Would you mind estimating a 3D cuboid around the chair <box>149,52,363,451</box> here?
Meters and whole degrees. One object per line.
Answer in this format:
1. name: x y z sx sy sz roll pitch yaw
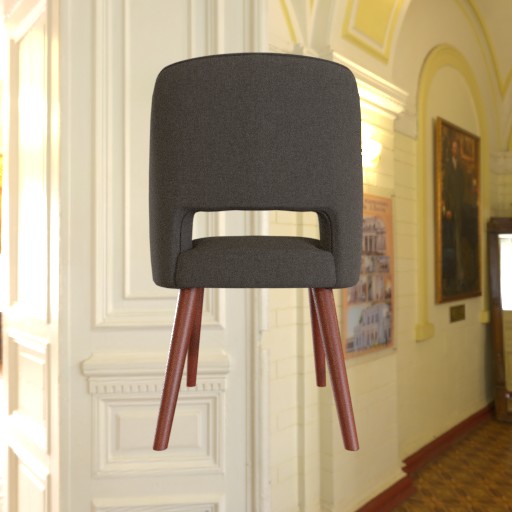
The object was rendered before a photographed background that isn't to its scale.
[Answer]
1. chair: 0.000 0.000 1.183 0.559 0.838 0.560 0 -1 0
